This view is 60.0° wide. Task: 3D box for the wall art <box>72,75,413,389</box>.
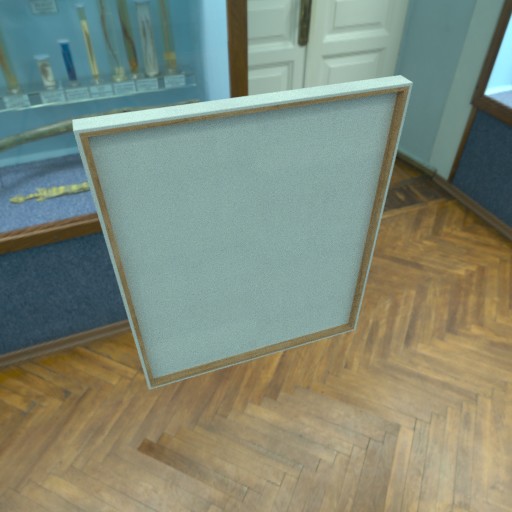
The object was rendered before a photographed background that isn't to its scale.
[{"bbox_3d":[0.000,0.000,0.843,0.508,0.606,0.037,-13,43,-14],"label":"wall art"}]
